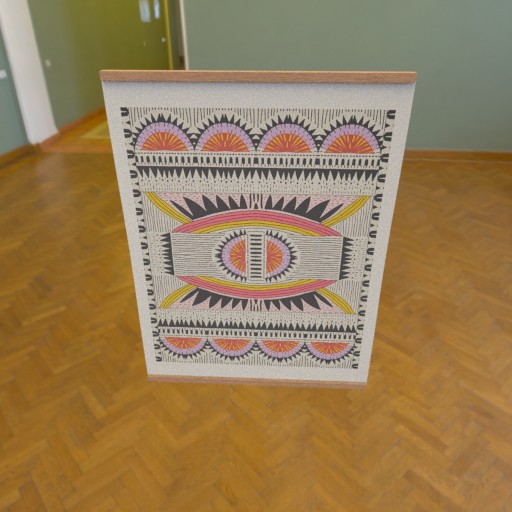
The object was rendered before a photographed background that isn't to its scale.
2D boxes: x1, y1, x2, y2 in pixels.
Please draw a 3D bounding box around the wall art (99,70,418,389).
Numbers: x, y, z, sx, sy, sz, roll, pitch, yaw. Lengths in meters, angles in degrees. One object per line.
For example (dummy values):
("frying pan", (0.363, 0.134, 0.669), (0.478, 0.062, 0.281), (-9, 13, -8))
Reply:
("wall art", (0.000, 0.000, 1.313), (0.765, 1.016, 0.028), (1, 29, 3))
